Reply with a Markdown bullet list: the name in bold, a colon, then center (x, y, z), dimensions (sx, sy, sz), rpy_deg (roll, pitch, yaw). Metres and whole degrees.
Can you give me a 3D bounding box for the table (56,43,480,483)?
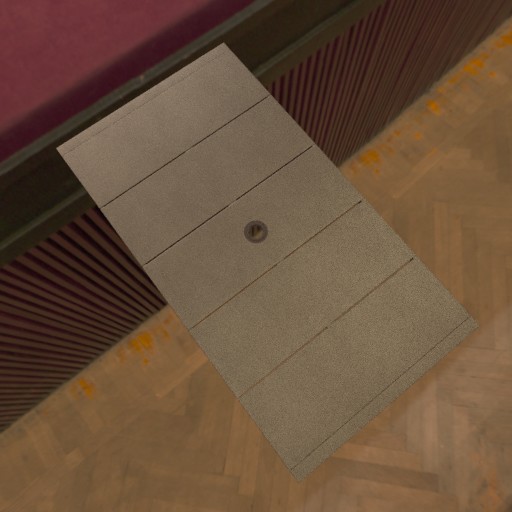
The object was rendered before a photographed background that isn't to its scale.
- **table**: center (0.000, 0.000, 2.181), dimensions (0.914, 0.735, 1.680), rpy_deg (-37, 77, -10)
